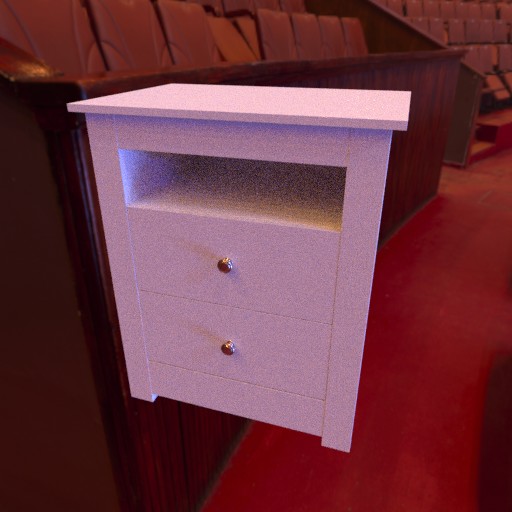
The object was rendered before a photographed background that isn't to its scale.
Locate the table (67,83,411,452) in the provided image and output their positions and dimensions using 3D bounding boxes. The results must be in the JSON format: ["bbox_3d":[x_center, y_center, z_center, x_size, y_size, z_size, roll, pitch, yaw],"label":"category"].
[{"bbox_3d":[0.000,0.000,1.047,0.589,0.711,0.406,8,27,16],"label":"table"}]
